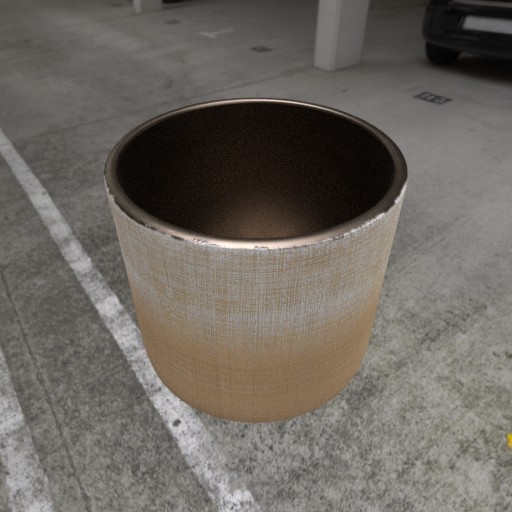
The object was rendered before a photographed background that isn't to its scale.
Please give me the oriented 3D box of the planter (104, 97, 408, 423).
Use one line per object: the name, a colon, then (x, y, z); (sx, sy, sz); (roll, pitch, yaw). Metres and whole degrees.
planter: (0.000, 0.000, 0.390); (0.221, 0.201, 0.221); (0, 41, 0)
